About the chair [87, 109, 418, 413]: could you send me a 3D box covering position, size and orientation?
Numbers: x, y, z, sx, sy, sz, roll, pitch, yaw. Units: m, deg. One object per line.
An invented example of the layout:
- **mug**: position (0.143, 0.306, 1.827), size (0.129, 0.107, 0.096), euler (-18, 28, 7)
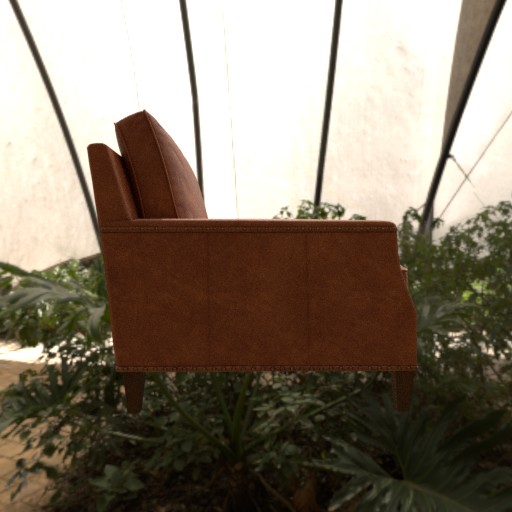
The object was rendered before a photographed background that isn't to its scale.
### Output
- **chair**: position (0.000, 0.000, 1.731), size (1.014, 0.943, 0.853), euler (0, 0, -1)
